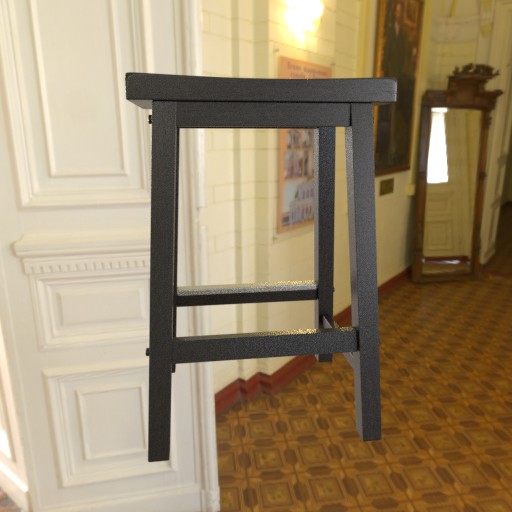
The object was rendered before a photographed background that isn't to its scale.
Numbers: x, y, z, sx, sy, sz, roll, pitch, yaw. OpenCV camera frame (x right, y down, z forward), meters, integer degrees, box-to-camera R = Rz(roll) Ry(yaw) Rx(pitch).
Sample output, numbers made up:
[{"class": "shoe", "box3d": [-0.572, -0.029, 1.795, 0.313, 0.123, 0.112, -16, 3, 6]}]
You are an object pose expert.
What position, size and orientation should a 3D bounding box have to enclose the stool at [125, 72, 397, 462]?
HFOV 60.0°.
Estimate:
[{"class": "stool", "box3d": [0.000, 0.000, 0.835, 0.406, 0.610, 0.322, -2, 15, -8]}]
